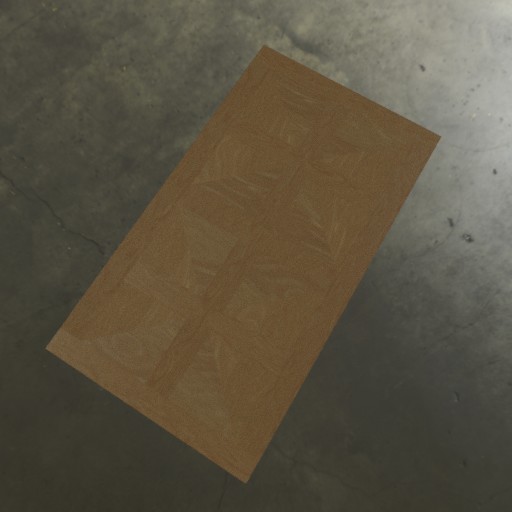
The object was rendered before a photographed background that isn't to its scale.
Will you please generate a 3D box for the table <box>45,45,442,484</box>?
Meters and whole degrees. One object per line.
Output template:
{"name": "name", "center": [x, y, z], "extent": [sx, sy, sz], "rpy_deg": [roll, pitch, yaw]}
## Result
{"name": "table", "center": [0.000, 0.000, 1.671], "extent": [0.711, 0.507, 1.270], "rpy_deg": [31, 77, 8]}
